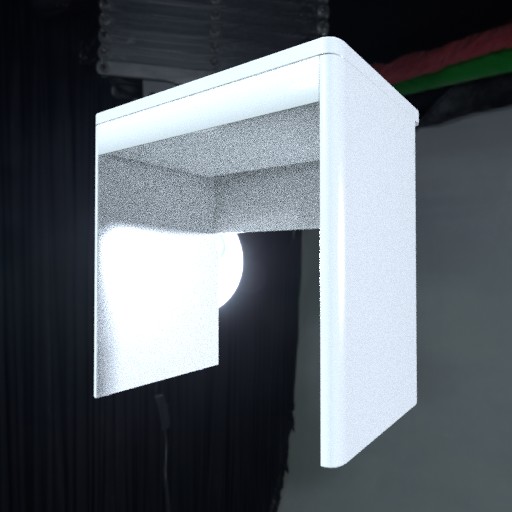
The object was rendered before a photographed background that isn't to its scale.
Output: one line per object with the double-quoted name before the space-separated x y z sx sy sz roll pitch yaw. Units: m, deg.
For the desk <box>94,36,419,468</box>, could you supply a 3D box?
"desk" 0.000 0.000 1.248 0.762 0.800 0.549 -1 -1 36
